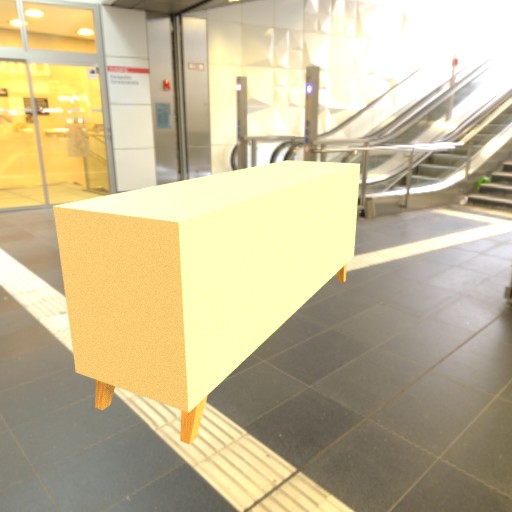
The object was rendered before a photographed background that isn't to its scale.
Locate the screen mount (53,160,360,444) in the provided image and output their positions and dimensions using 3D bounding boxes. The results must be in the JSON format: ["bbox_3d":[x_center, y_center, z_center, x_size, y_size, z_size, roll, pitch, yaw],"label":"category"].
[{"bbox_3d":[0.000,0.000,1.774,0.400,0.619,1.490,9,19,26],"label":"screen mount"}]
